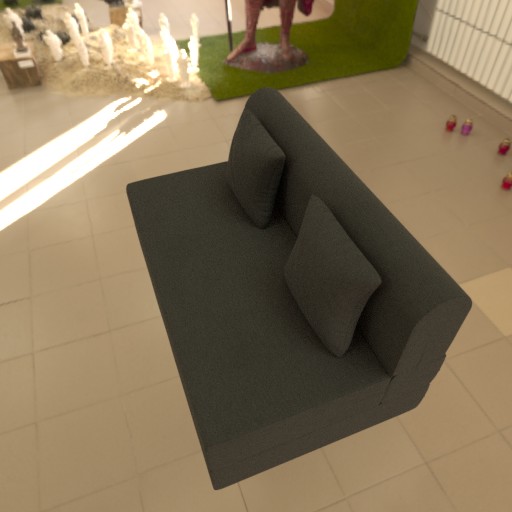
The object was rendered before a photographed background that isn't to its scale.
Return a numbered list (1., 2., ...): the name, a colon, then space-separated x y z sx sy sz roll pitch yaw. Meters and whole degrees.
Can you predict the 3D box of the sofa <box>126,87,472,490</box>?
1. sofa: 0.000 0.000 1.637 0.762 0.670 1.225 -16 48 -15
